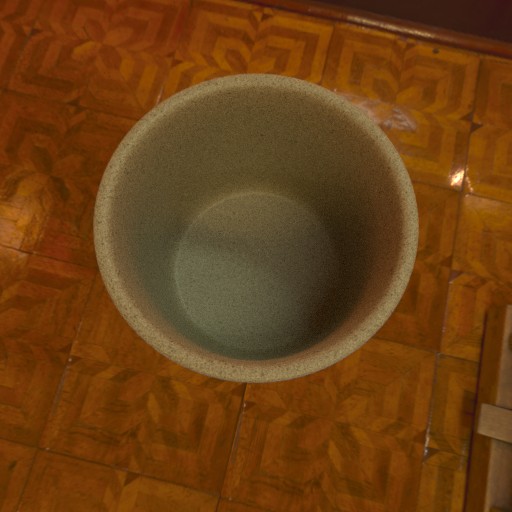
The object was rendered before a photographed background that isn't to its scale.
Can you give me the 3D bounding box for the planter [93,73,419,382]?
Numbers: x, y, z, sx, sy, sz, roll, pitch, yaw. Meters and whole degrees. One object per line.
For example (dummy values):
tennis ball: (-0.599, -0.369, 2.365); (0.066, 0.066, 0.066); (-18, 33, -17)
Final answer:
planter: (0.000, 0.000, 0.355); (0.191, 0.200, 0.191); (0, 75, 0)
